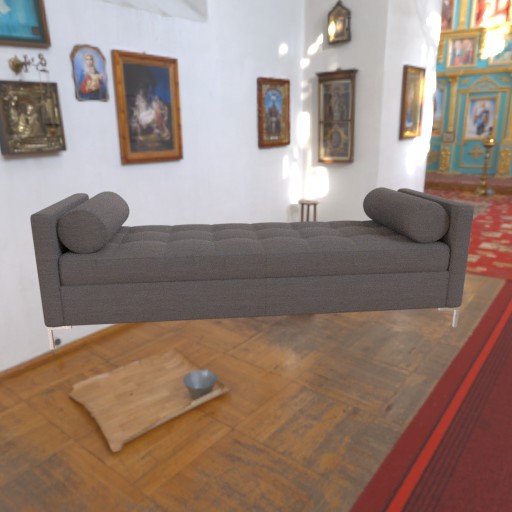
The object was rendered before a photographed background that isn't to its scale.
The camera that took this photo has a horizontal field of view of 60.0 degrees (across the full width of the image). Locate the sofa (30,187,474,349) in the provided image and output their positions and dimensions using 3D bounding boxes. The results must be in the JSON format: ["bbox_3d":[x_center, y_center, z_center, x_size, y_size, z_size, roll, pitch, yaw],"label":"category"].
[{"bbox_3d":[0.000,0.000,2.355,1.981,0.635,0.686,-2,16,-7],"label":"sofa"}]
